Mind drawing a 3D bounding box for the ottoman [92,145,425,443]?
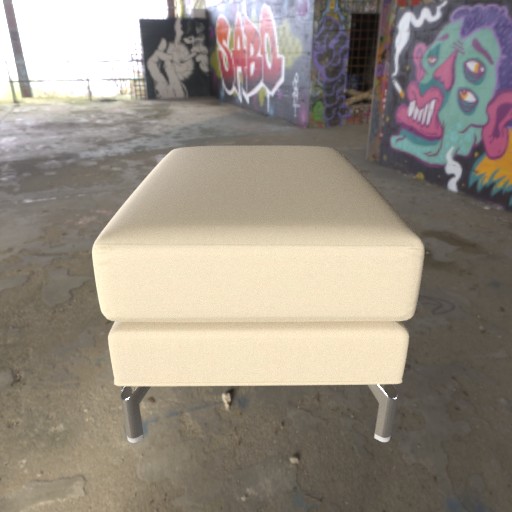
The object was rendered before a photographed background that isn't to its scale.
[{"bbox_3d":[0.000,0.000,1.197,0.581,0.497,0.835,0,25,-1],"label":"ottoman"}]
